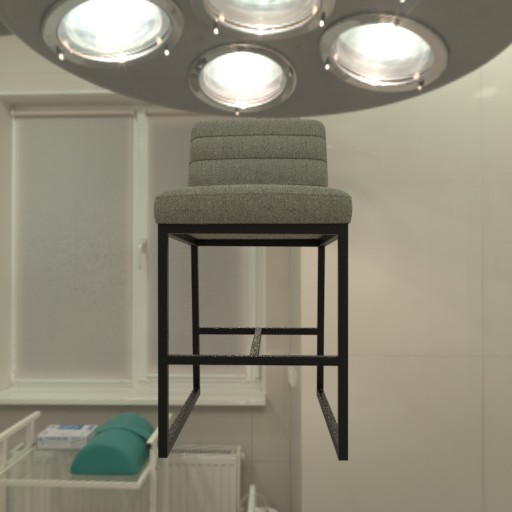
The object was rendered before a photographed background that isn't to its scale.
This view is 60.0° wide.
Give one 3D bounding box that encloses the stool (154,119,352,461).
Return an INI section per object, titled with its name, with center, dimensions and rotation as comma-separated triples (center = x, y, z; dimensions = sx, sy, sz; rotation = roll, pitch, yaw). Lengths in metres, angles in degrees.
[stool]
center = 0.000, 0.000, 1.277
dimensions = 0.460, 0.940, 0.560
rotation = 0, 0, 2
